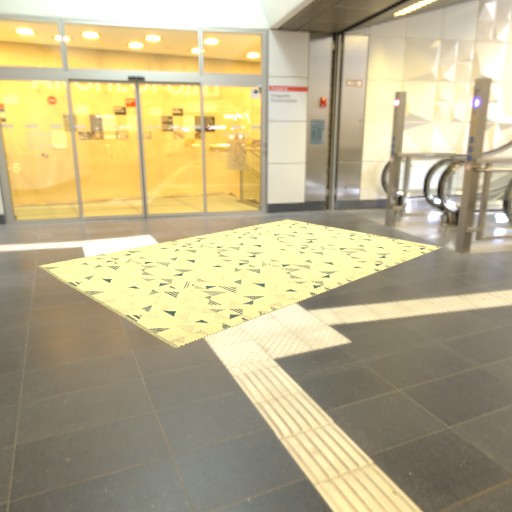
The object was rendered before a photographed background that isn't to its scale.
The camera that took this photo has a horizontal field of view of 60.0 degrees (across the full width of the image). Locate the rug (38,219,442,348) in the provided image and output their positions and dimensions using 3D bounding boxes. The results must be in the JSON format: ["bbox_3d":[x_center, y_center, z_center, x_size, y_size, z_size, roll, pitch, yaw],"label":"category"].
[{"bbox_3d":[0.000,0.000,2.370,1.835,0.003,1.206,-14,21,-42],"label":"rug"}]
